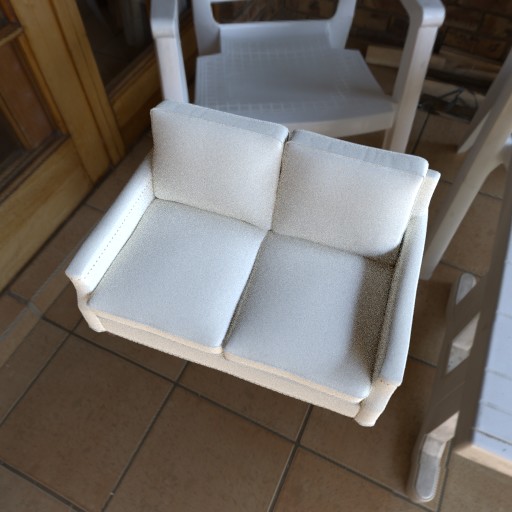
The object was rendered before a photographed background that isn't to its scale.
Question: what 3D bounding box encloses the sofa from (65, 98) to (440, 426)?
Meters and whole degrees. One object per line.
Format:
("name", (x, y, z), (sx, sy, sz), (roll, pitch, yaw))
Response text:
("sofa", (0.000, 0.000, 2.277), (1.597, 1.003, 1.084), (17, 58, 11))
